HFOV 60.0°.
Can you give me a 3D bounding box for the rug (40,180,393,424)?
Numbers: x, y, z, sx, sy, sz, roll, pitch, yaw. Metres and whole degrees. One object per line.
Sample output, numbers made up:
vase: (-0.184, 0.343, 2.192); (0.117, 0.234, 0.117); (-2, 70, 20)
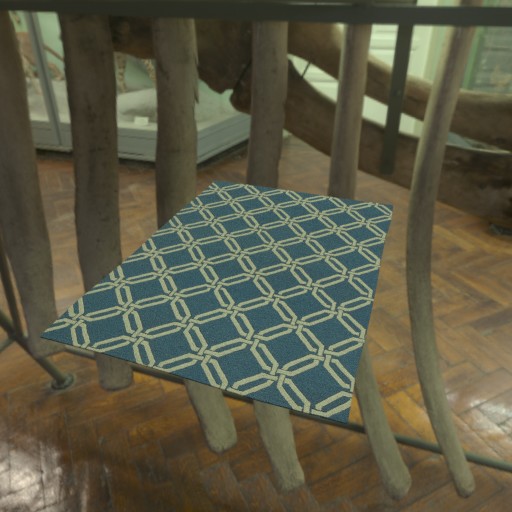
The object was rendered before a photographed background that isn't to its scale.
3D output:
rug: (0.000, 0.000, 2.804); (1.524, 0.013, 2.135); (11, 33, 16)
